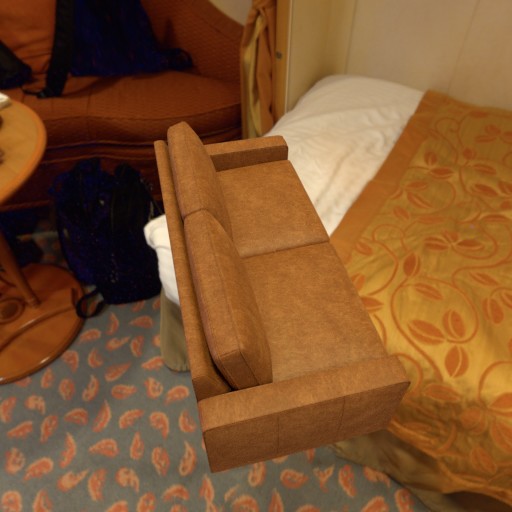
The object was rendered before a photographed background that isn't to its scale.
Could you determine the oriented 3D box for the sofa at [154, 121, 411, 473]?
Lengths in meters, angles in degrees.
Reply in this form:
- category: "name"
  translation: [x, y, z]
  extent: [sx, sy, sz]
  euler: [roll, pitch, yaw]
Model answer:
- category: "sofa"
  translation: [0.000, 0.000, 2.727]
  extent: [0.991, 0.928, 2.156]
  euler: [-10, 48, -9]
